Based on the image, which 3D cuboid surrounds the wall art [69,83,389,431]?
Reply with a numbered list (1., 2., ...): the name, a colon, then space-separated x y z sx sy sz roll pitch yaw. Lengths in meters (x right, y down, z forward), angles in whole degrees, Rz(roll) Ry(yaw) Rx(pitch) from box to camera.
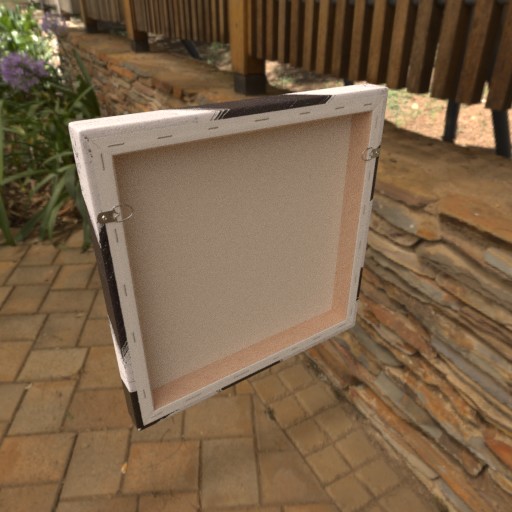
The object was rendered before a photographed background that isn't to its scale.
1. wall art: 0.000 0.000 0.758 0.507 0.508 0.050 -19 35 -29
